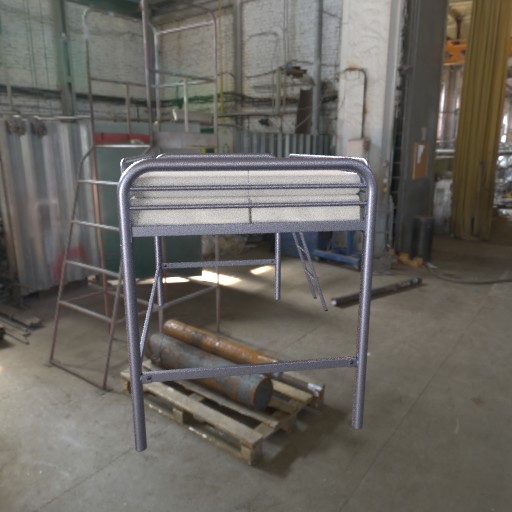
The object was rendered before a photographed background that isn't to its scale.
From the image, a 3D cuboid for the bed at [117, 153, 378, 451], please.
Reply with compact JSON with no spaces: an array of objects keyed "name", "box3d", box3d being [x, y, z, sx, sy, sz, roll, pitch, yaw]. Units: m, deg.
[{"name":"bed","box3d":[0.000,0.000,2.886,1.415,1.288,1.965,-2,14,-9]}]
